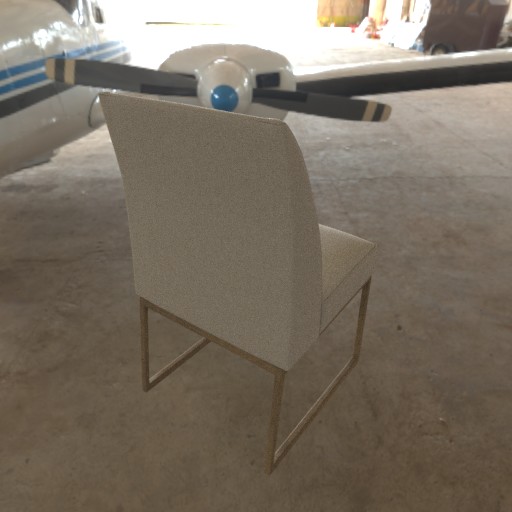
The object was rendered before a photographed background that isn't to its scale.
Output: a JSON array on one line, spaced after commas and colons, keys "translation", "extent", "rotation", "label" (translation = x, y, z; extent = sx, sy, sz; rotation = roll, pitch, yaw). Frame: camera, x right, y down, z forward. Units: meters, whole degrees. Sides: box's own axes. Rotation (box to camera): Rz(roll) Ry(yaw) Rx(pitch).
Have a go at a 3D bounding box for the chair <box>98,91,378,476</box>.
[{"translation": [0.000, 0.000, 1.195], "extent": [0.508, 0.863, 0.522], "rotation": [20, 35, 31], "label": "chair"}]
